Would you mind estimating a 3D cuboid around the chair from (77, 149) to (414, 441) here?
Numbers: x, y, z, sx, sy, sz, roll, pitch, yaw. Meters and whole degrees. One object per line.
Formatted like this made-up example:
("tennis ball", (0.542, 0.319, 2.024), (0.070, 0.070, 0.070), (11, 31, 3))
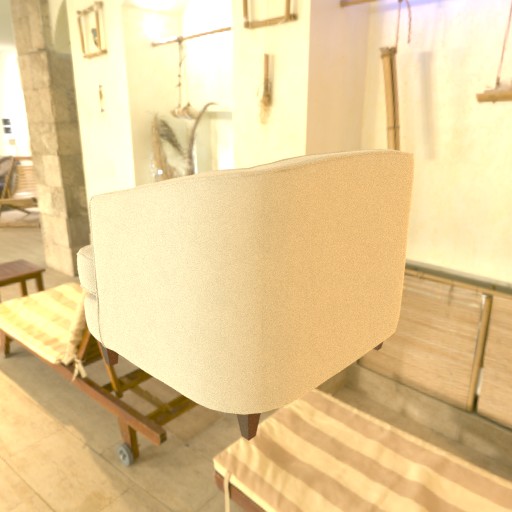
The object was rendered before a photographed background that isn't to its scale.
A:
("chair", (0.000, 0.000, 1.765), (0.941, 0.852, 1.104), (16, 23, 42))
